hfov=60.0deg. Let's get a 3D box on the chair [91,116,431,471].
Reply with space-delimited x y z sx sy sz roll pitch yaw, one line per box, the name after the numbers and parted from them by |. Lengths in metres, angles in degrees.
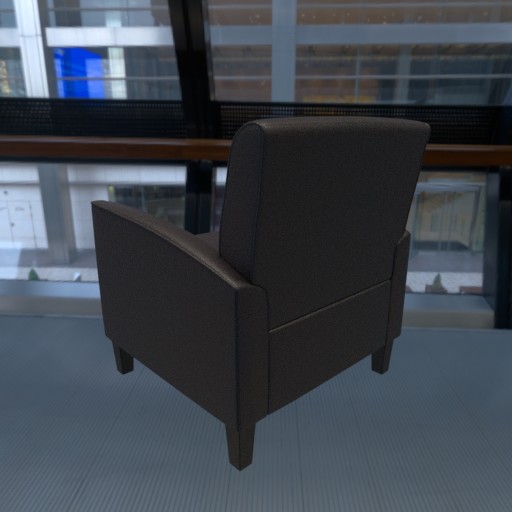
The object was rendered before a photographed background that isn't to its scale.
0.000 0.000 1.543 0.820 0.916 0.819 -15 22 -41 | chair
